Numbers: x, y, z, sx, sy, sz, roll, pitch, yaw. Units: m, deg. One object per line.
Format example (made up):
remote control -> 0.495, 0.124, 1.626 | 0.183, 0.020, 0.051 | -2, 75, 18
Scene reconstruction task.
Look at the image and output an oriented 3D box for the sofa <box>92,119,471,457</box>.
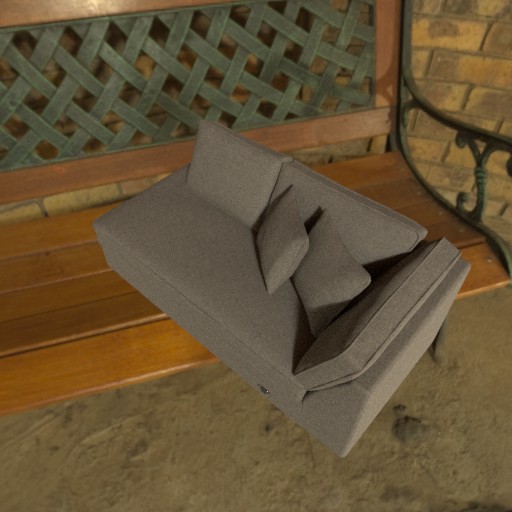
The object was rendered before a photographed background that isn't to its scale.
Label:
sofa -> 0.000, 0.000, 2.889 | 2.237, 1.033, 1.110 | 33, 54, 28
